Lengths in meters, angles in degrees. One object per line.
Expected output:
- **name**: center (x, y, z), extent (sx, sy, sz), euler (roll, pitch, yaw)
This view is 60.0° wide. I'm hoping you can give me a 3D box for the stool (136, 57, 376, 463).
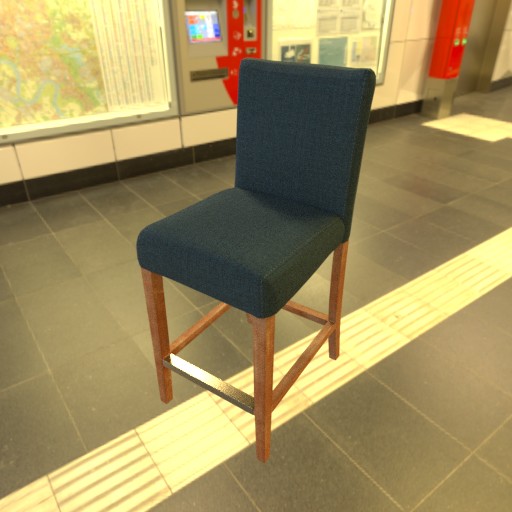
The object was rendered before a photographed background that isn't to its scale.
- **stool**: center (0.000, 0.000, 1.351), extent (0.454, 1.039, 0.567), euler (19, 36, 29)
